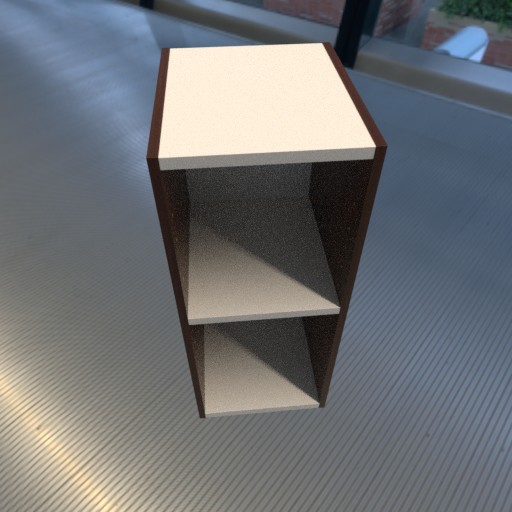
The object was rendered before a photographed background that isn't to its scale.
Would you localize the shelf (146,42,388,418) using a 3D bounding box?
[{"bbox_3d":[0.000,0.000,0.771,0.253,0.600,0.290,-4,46,-4],"label":"shelf"}]
